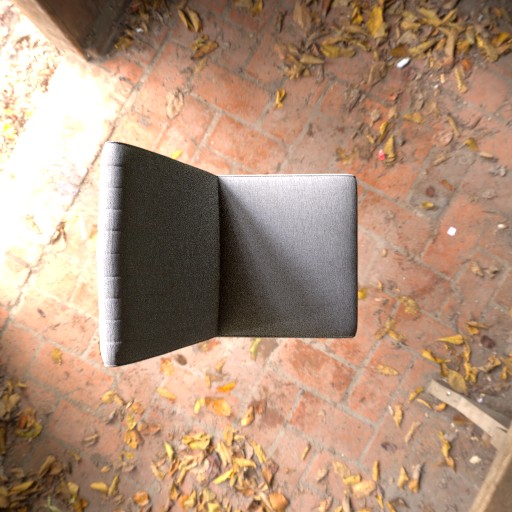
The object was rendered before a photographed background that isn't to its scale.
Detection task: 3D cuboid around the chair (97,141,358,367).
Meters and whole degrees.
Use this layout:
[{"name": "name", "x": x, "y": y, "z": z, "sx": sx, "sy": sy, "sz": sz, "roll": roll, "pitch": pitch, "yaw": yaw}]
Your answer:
[{"name": "chair", "x": 0.000, "y": 0.000, "z": 1.252, "sx": 0.594, "sy": 0.900, "sz": 0.480, "roll": 0, "pitch": 89, "yaw": 0}]
